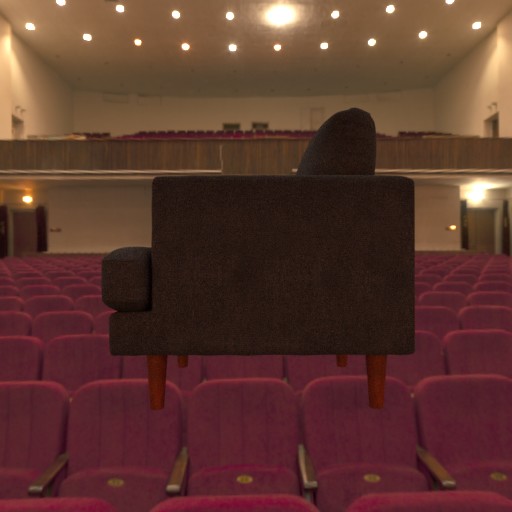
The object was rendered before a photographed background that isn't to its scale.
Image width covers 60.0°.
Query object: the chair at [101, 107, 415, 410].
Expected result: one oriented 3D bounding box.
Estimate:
[{"bbox_3d":[0.000,0.000,1.656,0.899,0.957,0.858,0,0,-1],"label":"chair"}]
